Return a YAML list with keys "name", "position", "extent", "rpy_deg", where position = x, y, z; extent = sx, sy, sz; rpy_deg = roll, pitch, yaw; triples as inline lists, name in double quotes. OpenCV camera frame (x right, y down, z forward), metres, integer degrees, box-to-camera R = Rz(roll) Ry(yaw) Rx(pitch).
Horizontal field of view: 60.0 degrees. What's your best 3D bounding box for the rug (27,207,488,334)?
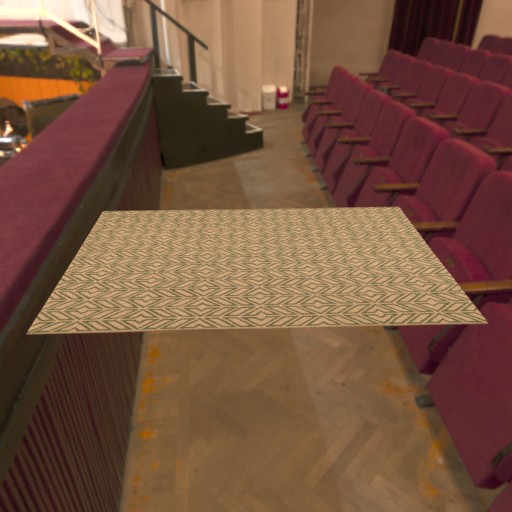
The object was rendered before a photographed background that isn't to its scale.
- name: "rug"
  position: [0.000, 0.000, 2.987]
  extent: [2.435, 0.011, 1.517]
  rpy_deg: [-1, 30, -2]
